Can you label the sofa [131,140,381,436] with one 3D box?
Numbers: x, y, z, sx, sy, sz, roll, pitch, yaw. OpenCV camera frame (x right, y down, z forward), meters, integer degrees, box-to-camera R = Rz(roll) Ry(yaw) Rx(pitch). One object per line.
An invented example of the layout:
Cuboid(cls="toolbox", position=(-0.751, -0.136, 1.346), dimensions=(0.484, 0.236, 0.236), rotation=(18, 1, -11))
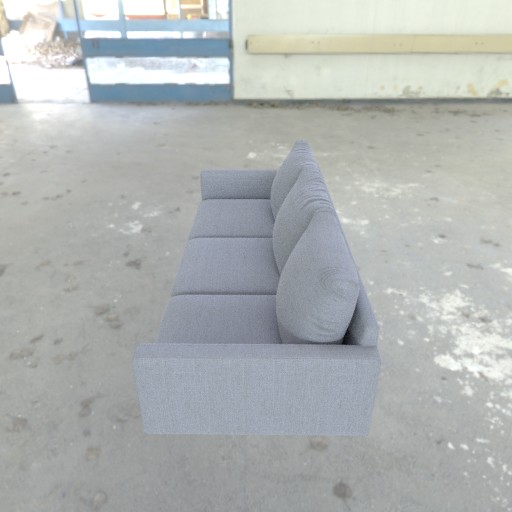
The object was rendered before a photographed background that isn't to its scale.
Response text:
Cuboid(cls="sofa", position=(0.000, 0.000, 2.400), dimensions=(0.850, 0.830, 2.000), rotation=(0, 29, 0))
